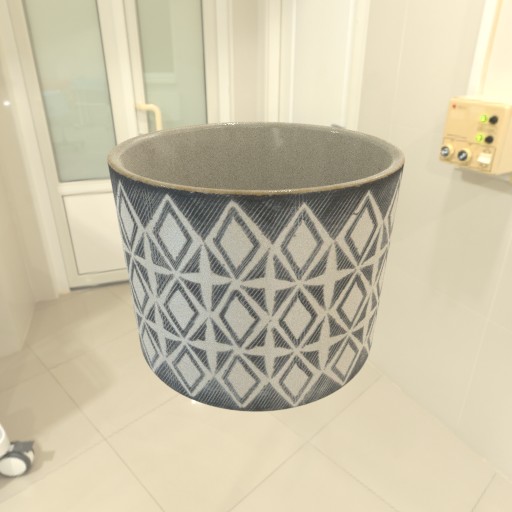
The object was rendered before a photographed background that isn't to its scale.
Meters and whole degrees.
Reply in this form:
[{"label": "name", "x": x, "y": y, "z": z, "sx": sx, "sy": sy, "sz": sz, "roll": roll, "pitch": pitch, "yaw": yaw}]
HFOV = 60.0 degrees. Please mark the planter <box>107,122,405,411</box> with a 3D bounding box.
[{"label": "planter", "x": 0.000, "y": 0.000, "z": 0.335, "sx": 0.192, "sy": 0.165, "sz": 0.192, "roll": 0, "pitch": 27, "yaw": 0}]
